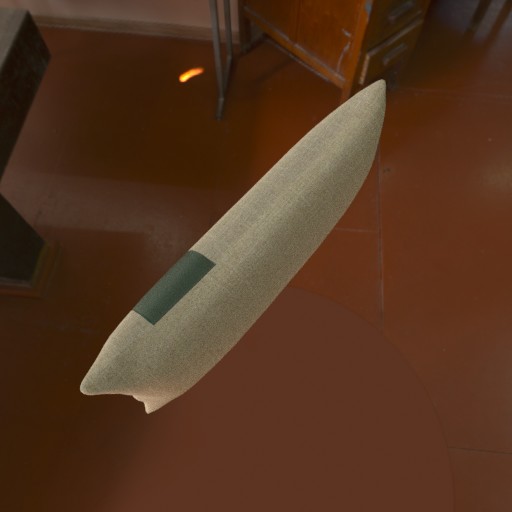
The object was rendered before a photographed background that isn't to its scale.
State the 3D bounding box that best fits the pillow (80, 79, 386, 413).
[{"bbox_3d":[0.000,0.000,1.021,0.197,0.429,0.859,37,70,16],"label":"pillow"}]
